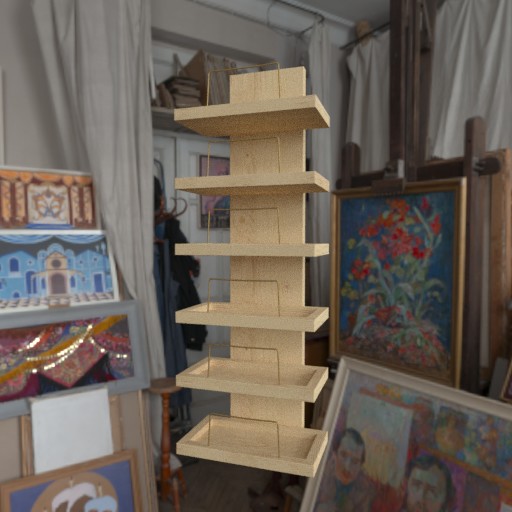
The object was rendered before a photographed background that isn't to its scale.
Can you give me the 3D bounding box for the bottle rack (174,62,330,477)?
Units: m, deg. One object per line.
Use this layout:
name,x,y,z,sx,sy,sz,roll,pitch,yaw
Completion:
bottle rack,0.000,0.000,1.082,0.330,0.943,0.206,1,2,19
